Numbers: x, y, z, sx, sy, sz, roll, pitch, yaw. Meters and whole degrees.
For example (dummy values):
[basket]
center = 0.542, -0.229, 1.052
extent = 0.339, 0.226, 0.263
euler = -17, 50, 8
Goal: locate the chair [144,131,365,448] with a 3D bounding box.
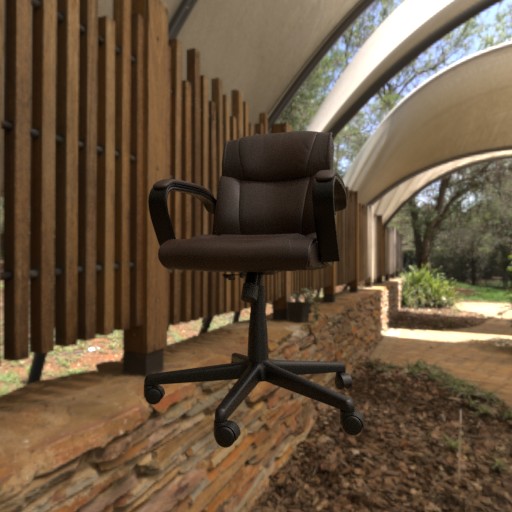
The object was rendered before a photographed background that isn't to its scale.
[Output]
[chair]
center = 0.000, 0.000, 1.504
extent = 0.739, 1.004, 0.717
euler = 0, 0, 17
